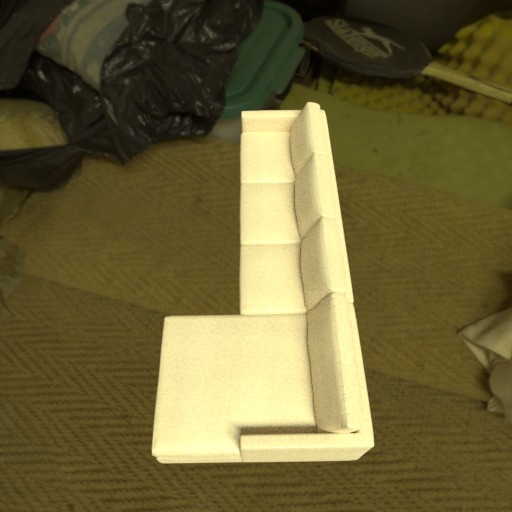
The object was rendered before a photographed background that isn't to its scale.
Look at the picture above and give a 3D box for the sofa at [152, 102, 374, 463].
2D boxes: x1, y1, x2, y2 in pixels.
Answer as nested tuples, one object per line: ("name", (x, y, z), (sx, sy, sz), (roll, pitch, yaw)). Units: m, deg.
("sofa", (0.000, 0.000, 4.163), (1.603, 0.954, 3.471), (-1, 58, 0))
